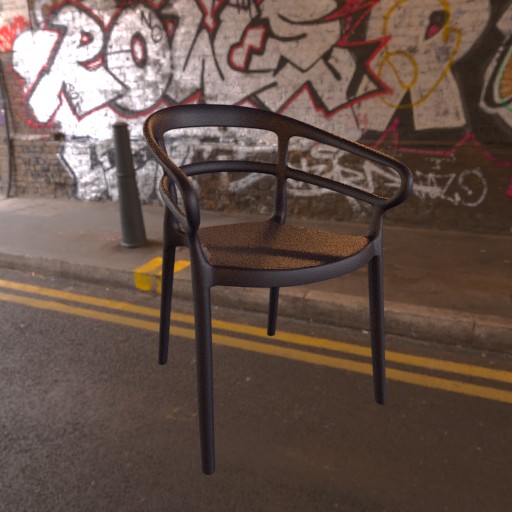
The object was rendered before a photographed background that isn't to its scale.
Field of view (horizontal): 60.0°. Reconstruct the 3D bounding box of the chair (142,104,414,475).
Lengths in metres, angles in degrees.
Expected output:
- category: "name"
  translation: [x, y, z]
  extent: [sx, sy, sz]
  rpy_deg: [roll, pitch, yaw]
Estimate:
- category: "chair"
  translation: [0.000, 0.000, 1.145]
  extent: [0.559, 0.761, 0.527]
  rpy_deg: [-9, 19, -28]
